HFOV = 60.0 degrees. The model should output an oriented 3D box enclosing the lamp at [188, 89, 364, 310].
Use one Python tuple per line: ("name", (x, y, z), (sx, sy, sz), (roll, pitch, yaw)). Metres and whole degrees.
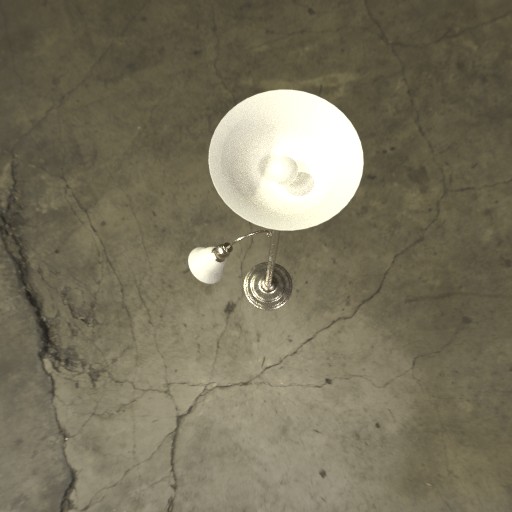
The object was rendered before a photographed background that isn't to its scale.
("lamp", (0.000, 0.000, 2.014), (0.575, 1.785, 0.405), (-21, 76, -5))
